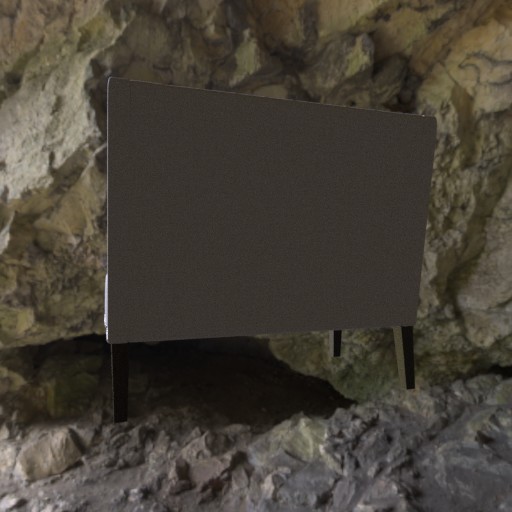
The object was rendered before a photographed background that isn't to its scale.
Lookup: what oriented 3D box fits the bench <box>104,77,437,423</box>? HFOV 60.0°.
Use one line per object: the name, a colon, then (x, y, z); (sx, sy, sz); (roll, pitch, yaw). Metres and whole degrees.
bench: (0.000, 0.000, 1.974); (1.280, 1.123, 0.847); (0, 0, -19)
